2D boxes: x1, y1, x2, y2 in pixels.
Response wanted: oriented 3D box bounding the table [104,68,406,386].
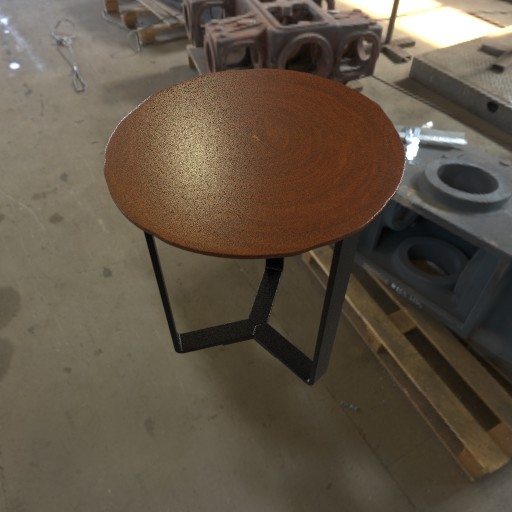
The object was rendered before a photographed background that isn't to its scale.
[{"bbox_3d":[0.000,0.000,0.743,0.380,0.450,0.410,11,49,10],"label":"table"}]
